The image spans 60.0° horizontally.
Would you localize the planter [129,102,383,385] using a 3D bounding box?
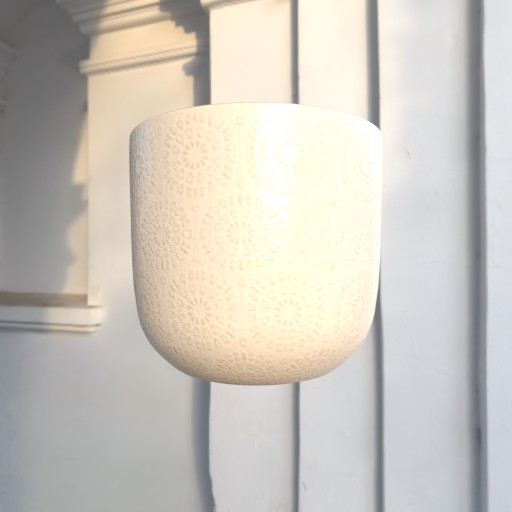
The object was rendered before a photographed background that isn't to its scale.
[{"bbox_3d":[0.000,0.000,0.377,0.208,0.190,0.208,0,-1,0],"label":"planter"}]
